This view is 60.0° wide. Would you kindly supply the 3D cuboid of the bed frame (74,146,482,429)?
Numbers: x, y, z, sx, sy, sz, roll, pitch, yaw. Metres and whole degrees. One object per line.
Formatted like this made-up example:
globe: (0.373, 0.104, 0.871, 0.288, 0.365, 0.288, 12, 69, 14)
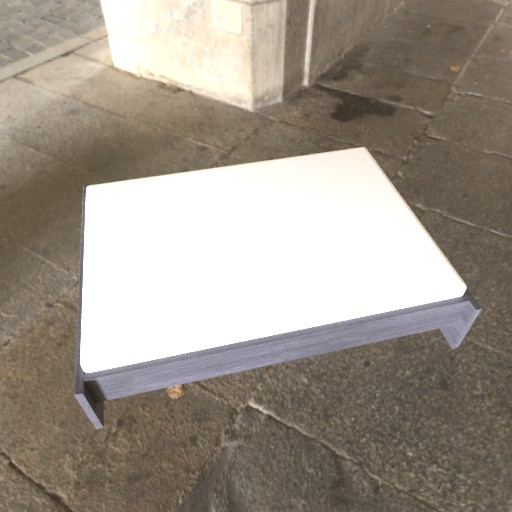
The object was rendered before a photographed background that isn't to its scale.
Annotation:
bed frame: (0.000, 0.000, 2.645, 1.950, 0.432, 1.490, -10, 47, -9)
